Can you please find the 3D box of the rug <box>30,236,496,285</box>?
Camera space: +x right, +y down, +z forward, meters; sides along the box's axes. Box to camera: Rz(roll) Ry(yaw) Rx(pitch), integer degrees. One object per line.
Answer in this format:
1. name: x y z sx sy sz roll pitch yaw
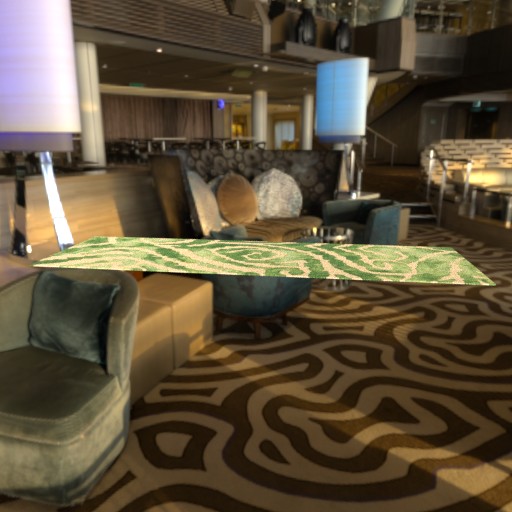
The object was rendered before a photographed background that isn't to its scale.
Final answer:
1. rug: 0.000 0.000 2.660 2.438 0.006 0.761 2 15 8
